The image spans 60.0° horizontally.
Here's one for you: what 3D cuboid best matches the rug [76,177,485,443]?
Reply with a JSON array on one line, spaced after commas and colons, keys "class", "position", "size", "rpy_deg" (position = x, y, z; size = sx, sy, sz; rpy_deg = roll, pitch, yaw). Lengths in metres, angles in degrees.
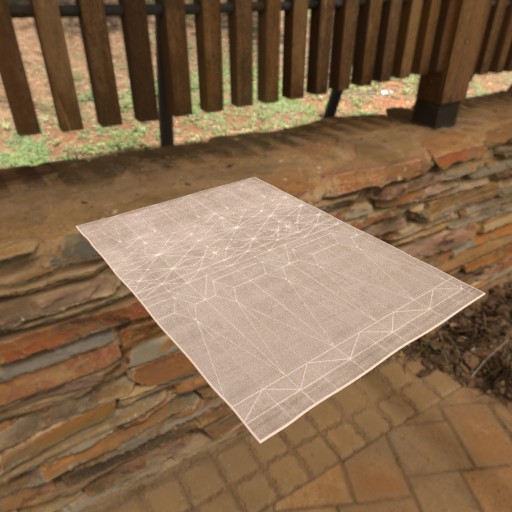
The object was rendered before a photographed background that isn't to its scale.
[{"class": "rug", "position": [0.000, 0.000, 4.339], "size": [2.449, 0.019, 3.357], "rpy_deg": [-21, 38, -31]}]
